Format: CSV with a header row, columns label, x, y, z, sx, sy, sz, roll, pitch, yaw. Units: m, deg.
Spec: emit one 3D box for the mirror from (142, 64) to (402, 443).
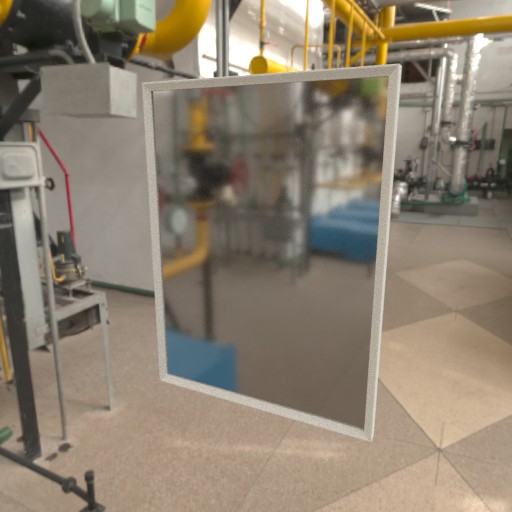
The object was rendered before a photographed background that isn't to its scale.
label,x,y,z,sx,sy,sz,roll,pitch,yaw
mirror,0.000,0.000,1.335,0.762,1.016,0.041,7,16,26
